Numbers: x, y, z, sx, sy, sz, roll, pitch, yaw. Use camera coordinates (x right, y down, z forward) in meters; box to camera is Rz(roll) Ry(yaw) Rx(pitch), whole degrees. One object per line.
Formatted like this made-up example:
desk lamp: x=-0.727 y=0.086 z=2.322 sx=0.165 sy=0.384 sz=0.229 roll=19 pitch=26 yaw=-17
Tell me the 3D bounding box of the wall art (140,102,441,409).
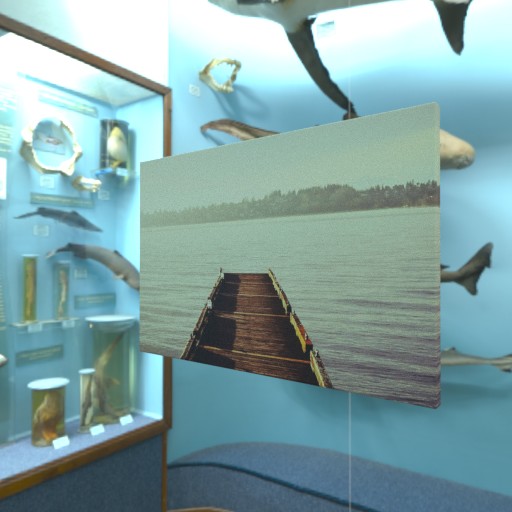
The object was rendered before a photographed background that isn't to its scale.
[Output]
wall art: x=0.000 y=0.000 z=1.461 sx=1.149 sy=0.765 sz=0.040 roll=0 pitch=0 yaw=37
